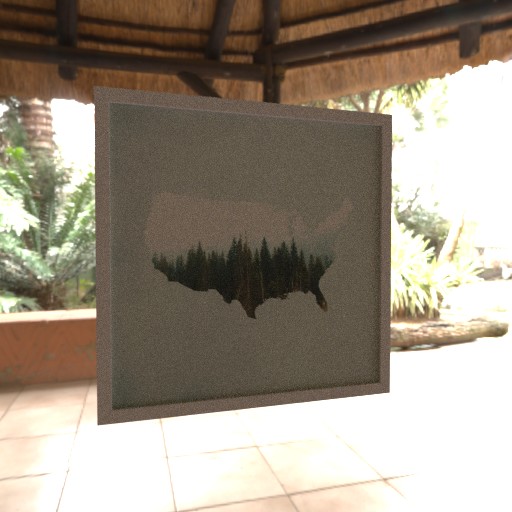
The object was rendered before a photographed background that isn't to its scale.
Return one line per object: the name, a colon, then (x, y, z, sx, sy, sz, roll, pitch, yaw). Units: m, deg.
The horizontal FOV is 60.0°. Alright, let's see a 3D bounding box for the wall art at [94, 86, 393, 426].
wall art: (0.000, 0.000, 1.121, 0.762, 0.762, 0.038, 0, 2, -17)
